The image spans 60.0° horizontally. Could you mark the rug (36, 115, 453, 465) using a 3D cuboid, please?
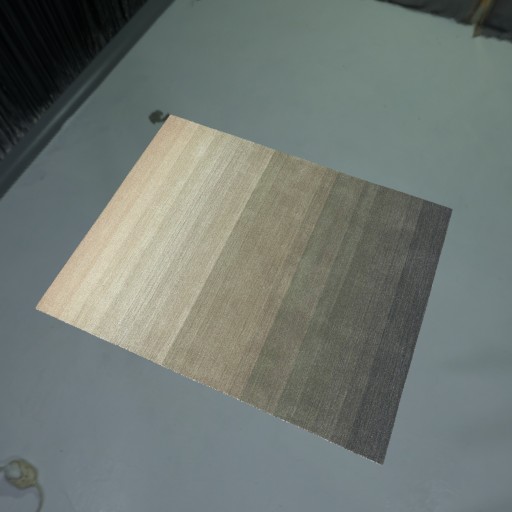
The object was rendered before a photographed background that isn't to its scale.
[{"bbox_3d":[0.000,0.000,3.835,2.932,0.015,2.315,21,65,10],"label":"rug"}]
